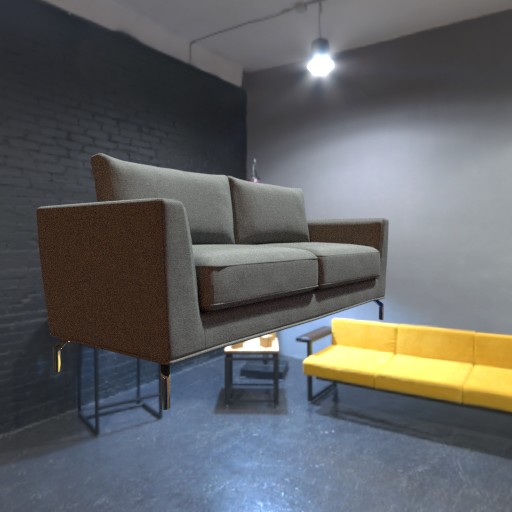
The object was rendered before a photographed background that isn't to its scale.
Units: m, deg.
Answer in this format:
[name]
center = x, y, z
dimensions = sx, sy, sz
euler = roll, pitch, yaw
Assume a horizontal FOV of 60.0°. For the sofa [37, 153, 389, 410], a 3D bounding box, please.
[sofa]
center = 0.000, 0.000, 2.645
dimensions = 0.869, 1.002, 2.212
euler = 2, 3, 36
